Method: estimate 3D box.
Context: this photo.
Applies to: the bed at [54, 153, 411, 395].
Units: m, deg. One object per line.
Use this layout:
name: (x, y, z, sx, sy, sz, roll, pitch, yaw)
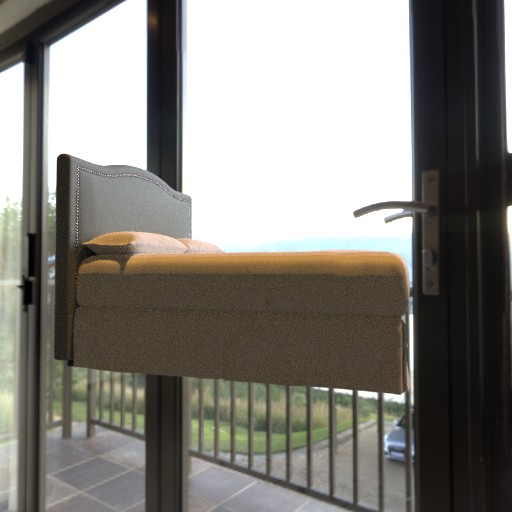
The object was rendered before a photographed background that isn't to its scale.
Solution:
bed: (0.000, 0.000, 3.303, 2.143, 1.460, 1.753, -1, -2, 18)
